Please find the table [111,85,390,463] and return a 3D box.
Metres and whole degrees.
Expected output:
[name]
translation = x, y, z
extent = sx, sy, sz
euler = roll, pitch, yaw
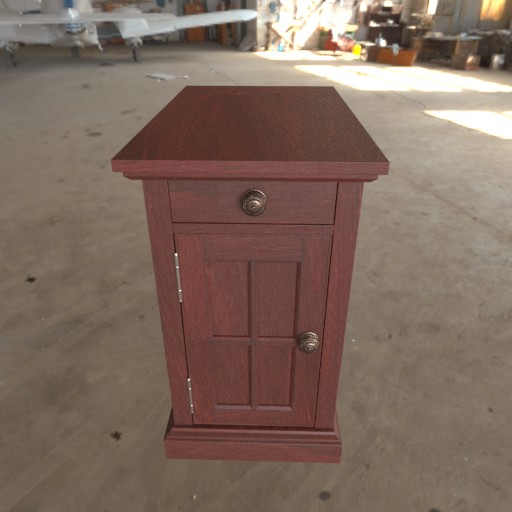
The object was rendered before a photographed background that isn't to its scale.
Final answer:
[table]
translation = 0.000, 0.000, 0.969
extent = 0.356, 0.612, 0.584
euler = 1, 30, 1
